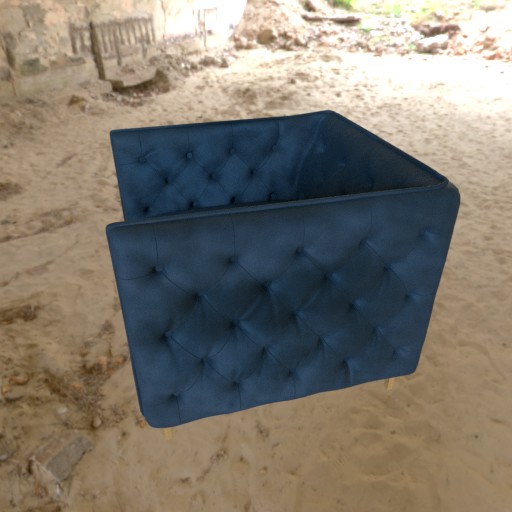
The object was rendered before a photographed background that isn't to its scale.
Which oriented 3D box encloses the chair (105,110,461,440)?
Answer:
[{"bbox_3d":[0.000,0.000,1.534,0.877,0.771,0.868,-8,33,-13],"label":"chair"}]
